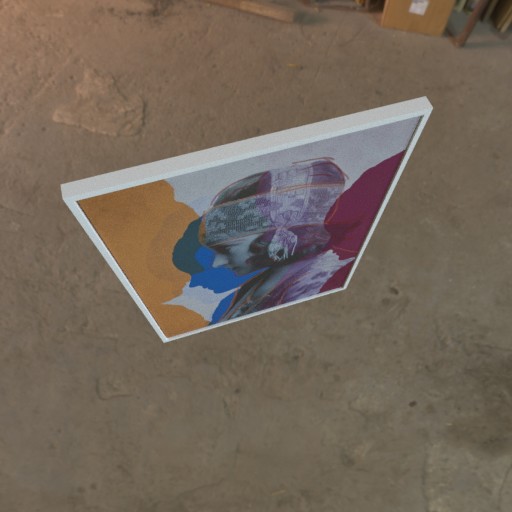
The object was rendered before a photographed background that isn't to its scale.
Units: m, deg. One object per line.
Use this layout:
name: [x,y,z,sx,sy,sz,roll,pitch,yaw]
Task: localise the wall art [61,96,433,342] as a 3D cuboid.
wall art: [0.000,0.000,1.388,0.795,1.050,0.039,-16,65,-7]
